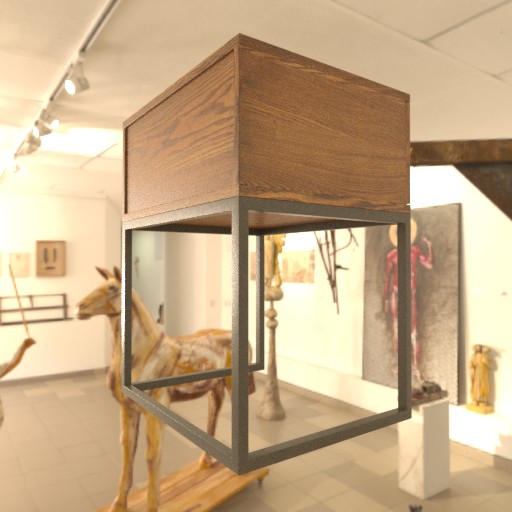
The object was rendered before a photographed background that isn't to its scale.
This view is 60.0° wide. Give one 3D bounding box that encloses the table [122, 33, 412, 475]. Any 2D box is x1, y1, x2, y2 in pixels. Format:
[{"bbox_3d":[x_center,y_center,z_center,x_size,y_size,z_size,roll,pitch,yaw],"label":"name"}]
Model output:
[{"bbox_3d":[0.000,0.000,0.921,0.400,0.610,0.482,1,-1,-35],"label":"table"}]
